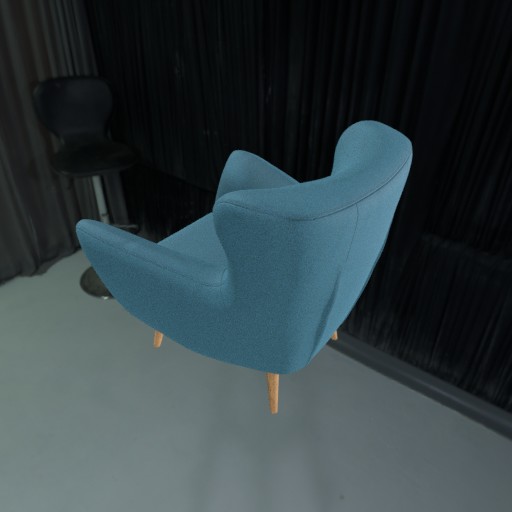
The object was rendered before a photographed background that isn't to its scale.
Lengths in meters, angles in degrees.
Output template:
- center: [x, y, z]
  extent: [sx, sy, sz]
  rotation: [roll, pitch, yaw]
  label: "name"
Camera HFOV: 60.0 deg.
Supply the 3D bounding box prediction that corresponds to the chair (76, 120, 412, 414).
- center: [0.000, 0.000, 1.613]
  extent: [0.889, 0.889, 0.890]
  rotation: [22, 39, 30]
  label: "chair"
